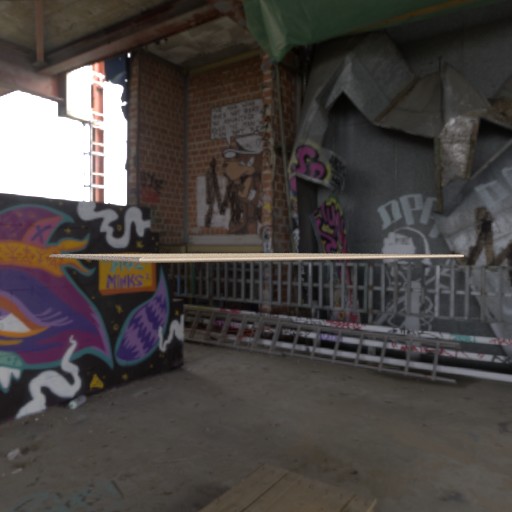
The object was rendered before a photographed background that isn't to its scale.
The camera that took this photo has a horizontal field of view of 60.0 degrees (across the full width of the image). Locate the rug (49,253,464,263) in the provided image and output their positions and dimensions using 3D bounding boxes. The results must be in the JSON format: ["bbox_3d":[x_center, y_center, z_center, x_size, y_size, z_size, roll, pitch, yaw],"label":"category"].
[{"bbox_3d":[0.000,0.000,2.731,2.081,0.020,1.525,0,1,-36],"label":"rug"}]
